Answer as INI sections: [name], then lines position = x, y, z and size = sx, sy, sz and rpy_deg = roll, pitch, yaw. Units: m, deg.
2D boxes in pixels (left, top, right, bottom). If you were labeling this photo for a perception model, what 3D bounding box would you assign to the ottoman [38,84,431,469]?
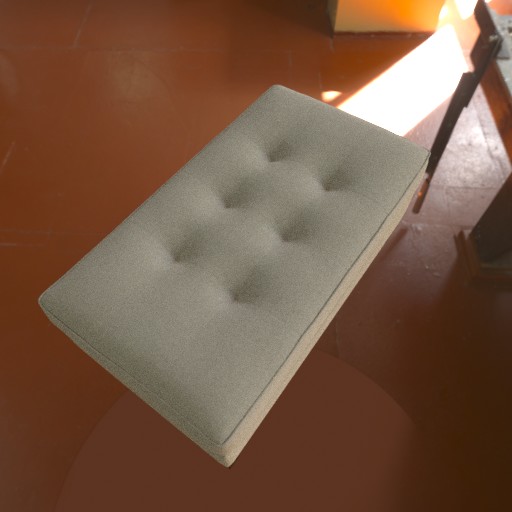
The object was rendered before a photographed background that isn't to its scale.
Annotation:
[ottoman]
position = 0.000, 0.000, 1.482
size = 0.648, 0.508, 1.143
rpy_deg = 32, 63, 18
